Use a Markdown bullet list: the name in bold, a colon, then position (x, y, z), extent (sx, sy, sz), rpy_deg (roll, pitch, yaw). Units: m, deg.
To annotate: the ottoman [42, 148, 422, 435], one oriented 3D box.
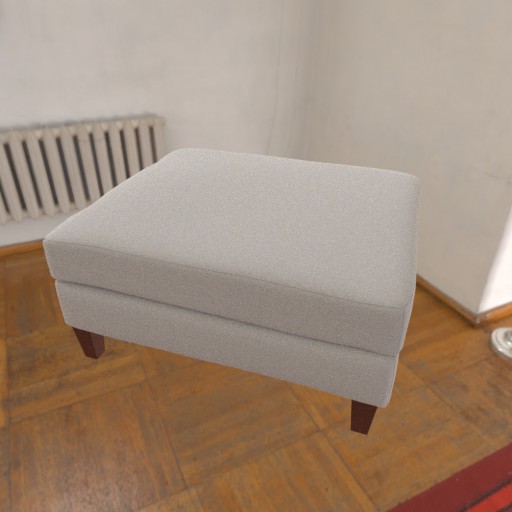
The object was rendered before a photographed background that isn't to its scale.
- **ottoman**: position (0.000, 0.000, 1.480), extent (0.976, 0.492, 0.836), rpy_deg (10, 33, 16)
